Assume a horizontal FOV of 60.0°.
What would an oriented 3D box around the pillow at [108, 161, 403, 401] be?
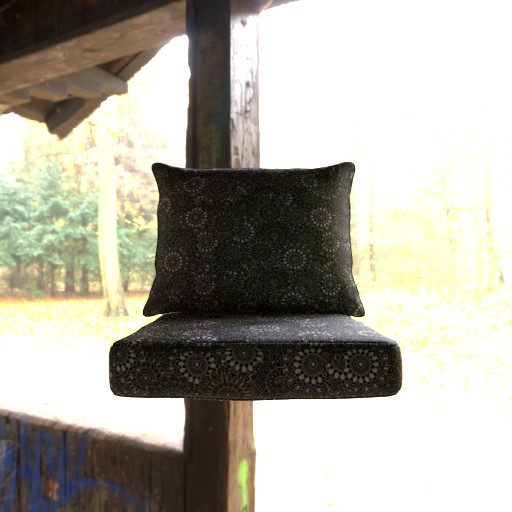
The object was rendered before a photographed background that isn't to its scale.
[{"bbox_3d":[0.000,0.000,1.374,0.798,0.722,0.740,0,-1,0],"label":"pillow"}]
